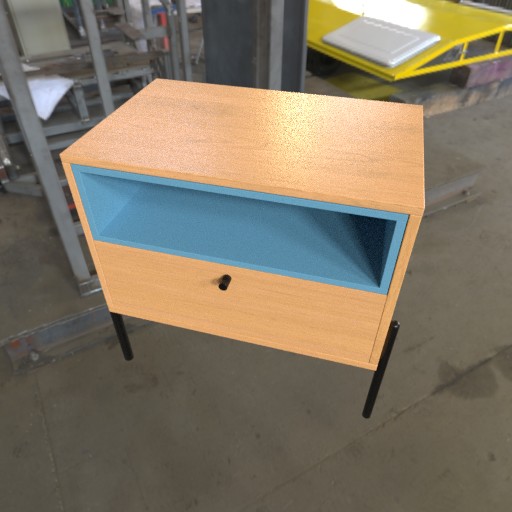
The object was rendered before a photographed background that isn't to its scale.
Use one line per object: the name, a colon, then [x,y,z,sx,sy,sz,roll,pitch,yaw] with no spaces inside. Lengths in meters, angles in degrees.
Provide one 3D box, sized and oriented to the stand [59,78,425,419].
stand: [0.000,0.000,0.998,0.630,0.600,0.400,10,42,12]
